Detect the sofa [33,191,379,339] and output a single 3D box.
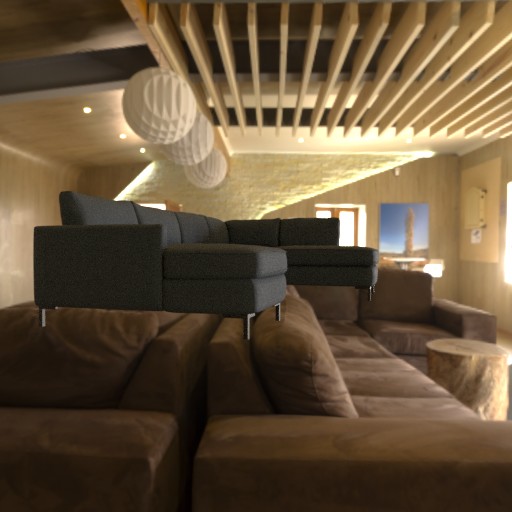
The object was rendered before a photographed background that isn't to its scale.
[{"bbox_3d":[0.000,0.000,3.844,1.984,0.858,2.975,0,1,17],"label":"sofa"}]
